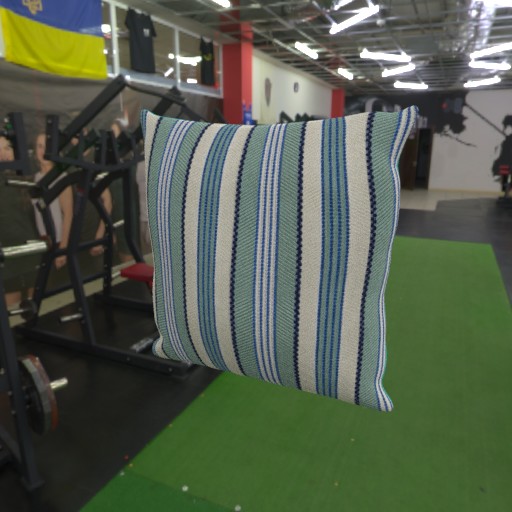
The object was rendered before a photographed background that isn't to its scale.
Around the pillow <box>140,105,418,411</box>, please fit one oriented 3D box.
[{"bbox_3d":[0.000,0.000,0.683,0.440,0.441,0.182,7,16,25],"label":"pillow"}]
